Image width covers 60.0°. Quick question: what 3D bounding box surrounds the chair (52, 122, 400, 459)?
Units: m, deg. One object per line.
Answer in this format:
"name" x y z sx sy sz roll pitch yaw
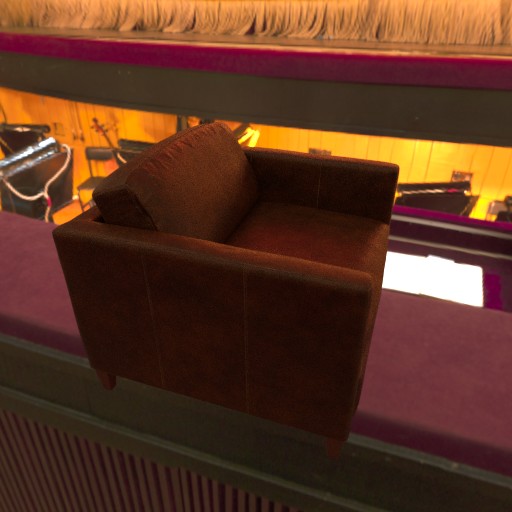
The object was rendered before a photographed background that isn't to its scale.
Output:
"chair" 0.000 0.000 1.732 0.975 0.864 0.990 10 32 17
